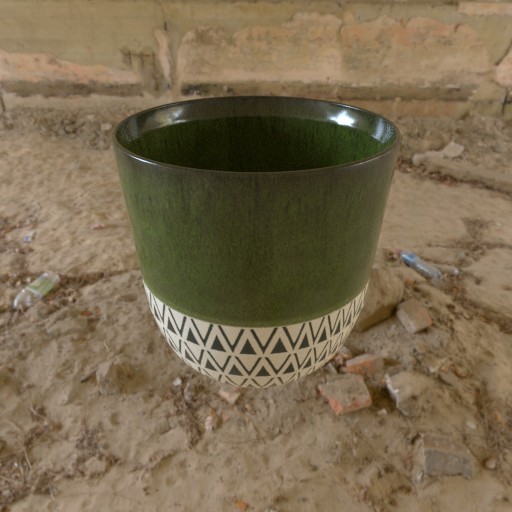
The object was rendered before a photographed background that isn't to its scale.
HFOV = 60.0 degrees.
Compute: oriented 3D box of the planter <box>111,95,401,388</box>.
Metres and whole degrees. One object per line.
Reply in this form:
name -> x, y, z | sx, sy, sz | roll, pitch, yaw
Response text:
planter -> 0.000, 0.000, 0.457 | 0.245, 0.270, 0.245 | 0, 31, 0
